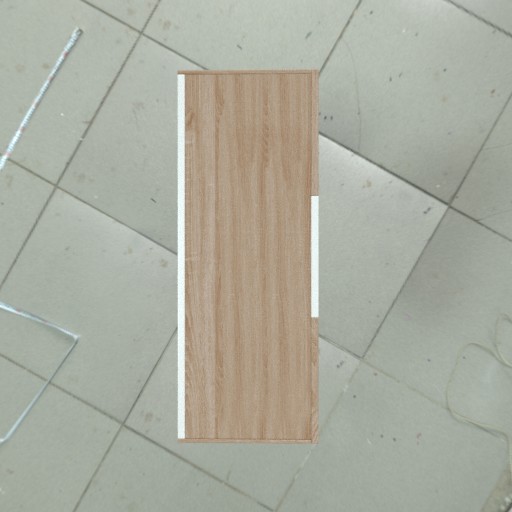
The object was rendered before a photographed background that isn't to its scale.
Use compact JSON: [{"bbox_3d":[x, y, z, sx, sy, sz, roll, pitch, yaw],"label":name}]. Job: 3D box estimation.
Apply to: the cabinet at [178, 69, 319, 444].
[{"bbox_3d":[0.000,0.000,2.837,0.590,2.120,1.500,0,90,1],"label":"cabinet"}]
